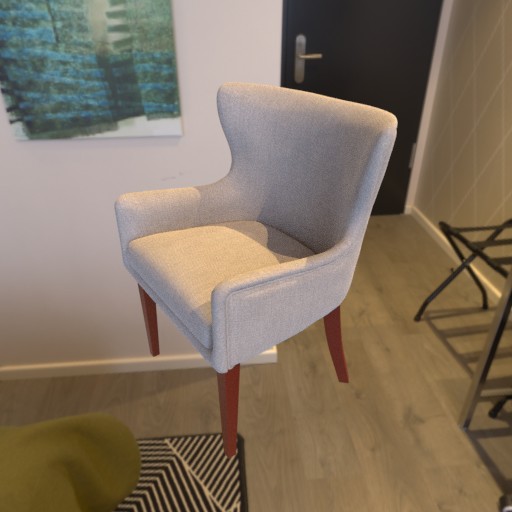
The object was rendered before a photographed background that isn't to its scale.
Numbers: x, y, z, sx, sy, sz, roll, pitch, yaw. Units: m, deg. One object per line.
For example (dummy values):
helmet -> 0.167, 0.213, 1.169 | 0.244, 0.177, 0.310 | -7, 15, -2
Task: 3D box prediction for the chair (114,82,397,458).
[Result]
chair -> 0.000, 0.000, 1.426 | 0.677, 0.948, 0.732 | -20, 36, -30
